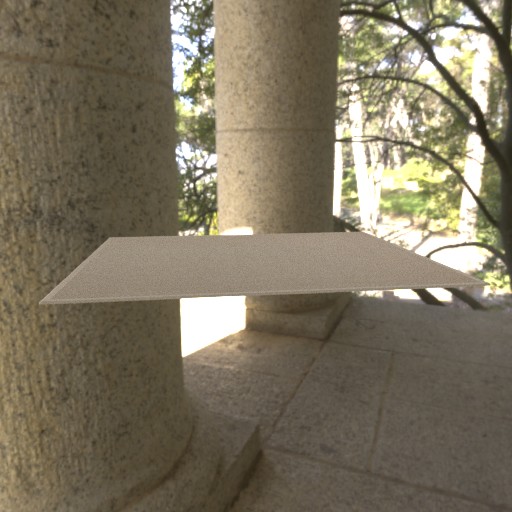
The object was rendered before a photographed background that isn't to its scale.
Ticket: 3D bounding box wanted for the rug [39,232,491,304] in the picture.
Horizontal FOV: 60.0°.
[{"bbox_3d":[0.000,0.000,4.107,3.051,0.020,2.407,-2,12,-8],"label":"rug"}]
